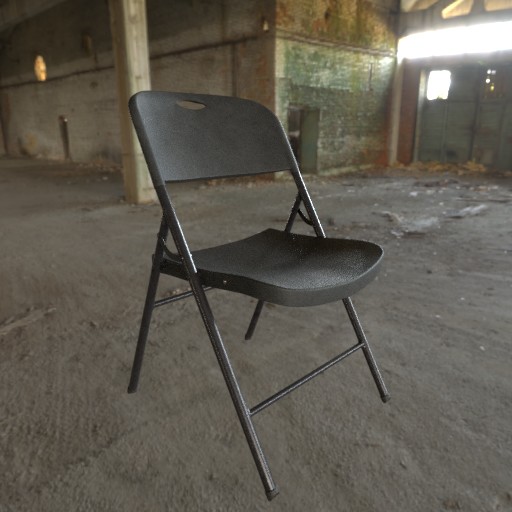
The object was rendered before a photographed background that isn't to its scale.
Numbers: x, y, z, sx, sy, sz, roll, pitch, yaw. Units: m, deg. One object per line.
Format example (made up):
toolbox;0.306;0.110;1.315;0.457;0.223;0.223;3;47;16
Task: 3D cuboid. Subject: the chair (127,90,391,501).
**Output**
chair;0.000;0.000;1.127;0.567;0.810;0.494;15;22;42
